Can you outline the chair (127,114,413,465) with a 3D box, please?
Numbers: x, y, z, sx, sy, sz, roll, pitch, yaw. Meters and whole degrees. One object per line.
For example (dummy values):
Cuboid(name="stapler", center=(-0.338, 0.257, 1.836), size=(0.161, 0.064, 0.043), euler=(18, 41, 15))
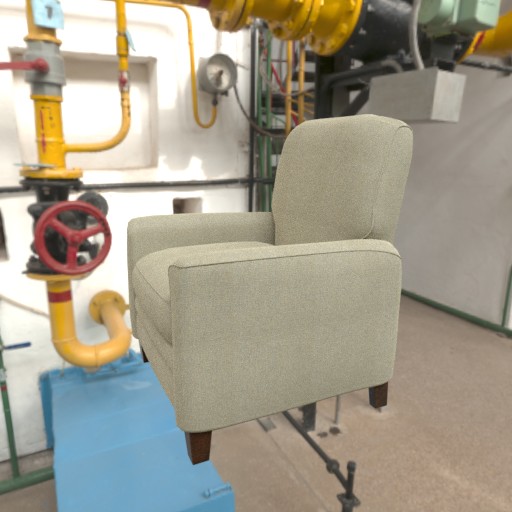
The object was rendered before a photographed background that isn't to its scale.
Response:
Cuboid(name="chair", center=(0.000, 0.000, 1.646), size=(0.853, 1.006, 0.850), euler=(-6, 15, -24))
